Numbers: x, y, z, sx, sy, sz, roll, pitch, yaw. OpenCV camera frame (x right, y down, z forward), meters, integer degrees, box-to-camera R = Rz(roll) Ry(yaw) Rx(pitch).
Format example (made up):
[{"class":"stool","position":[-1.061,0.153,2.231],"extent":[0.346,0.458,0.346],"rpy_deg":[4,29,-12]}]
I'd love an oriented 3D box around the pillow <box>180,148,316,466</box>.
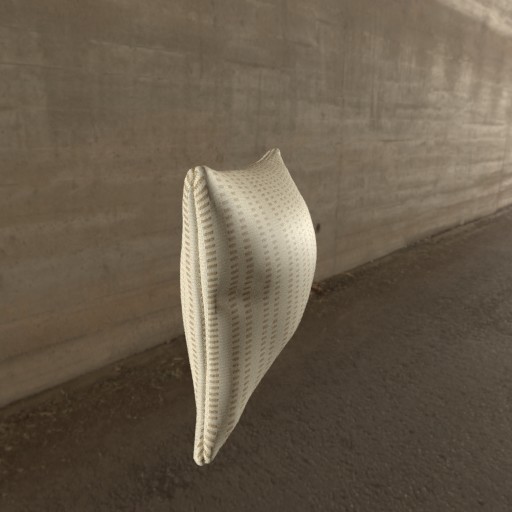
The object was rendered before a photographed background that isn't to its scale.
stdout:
[{"class":"pillow","position":[0.000,0.000,0.781],"extent":[0.210,0.353,0.640],"rpy_deg":[3,15,9]}]
